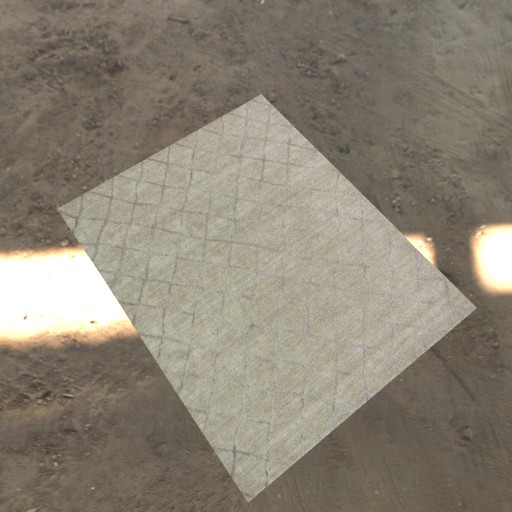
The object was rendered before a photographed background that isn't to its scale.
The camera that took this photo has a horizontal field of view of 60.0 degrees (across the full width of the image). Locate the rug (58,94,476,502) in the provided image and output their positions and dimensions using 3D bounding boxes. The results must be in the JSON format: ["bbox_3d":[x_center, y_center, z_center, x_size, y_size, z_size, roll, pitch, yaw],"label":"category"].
[{"bbox_3d":[0.000,0.000,3.986,2.420,0.019,3.038,-34,69,-15],"label":"rug"}]
